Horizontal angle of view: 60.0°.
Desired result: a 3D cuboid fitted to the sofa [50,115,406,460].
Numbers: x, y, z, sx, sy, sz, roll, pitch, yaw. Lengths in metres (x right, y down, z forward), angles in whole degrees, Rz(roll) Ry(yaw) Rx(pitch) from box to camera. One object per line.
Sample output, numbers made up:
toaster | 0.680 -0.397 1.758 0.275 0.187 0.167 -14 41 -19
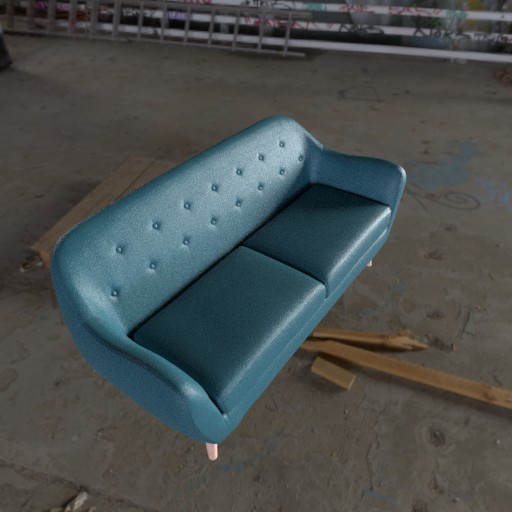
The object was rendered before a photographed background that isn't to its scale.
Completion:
sofa | 0.000 0.000 2.206 0.820 0.836 1.840 25 46 27
